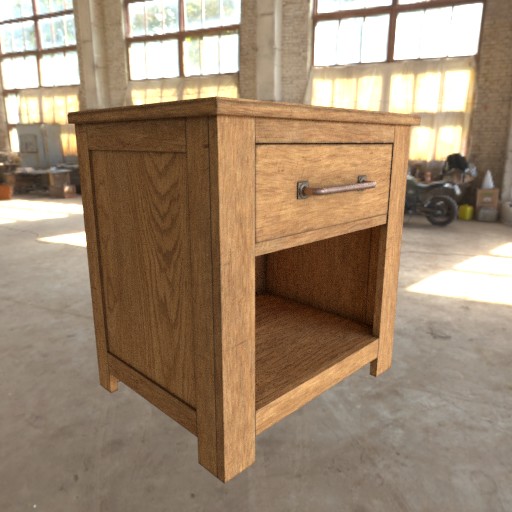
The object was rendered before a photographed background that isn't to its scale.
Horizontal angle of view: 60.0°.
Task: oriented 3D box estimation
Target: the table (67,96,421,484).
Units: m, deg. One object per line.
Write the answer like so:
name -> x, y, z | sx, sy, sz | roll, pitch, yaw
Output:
table -> 0.000, 0.000, 1.020 | 0.494, 0.625, 0.601 | 14, 20, 43
